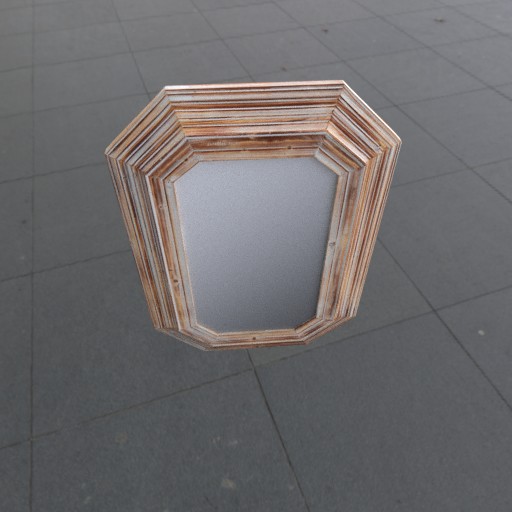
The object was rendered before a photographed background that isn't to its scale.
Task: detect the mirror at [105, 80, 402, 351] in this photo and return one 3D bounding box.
[{"bbox_3d":[0.000,0.000,1.304,0.709,1.015,0.061,-3,46,-3],"label":"mirror"}]
